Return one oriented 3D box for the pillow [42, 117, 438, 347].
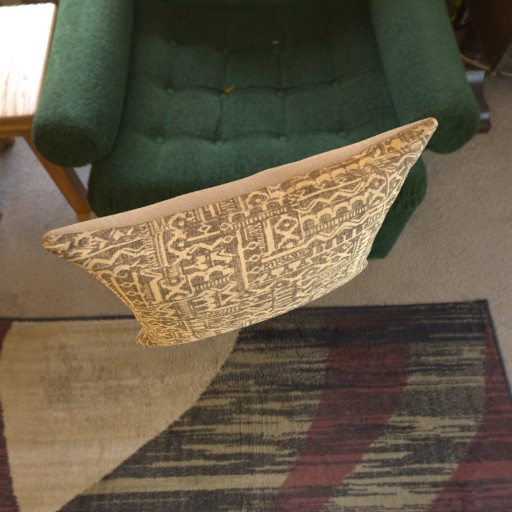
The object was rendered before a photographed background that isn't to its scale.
[{"bbox_3d":[0.000,0.000,0.779,0.546,0.487,0.180,-18,66,-9],"label":"pillow"}]
